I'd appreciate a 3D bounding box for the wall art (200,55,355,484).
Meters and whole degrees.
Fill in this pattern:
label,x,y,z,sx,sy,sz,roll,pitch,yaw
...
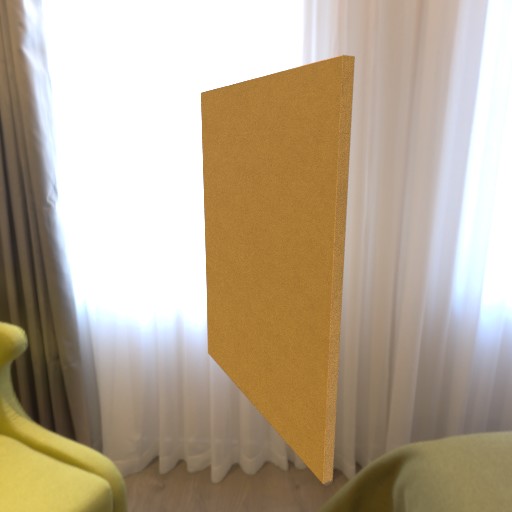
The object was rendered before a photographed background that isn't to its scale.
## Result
label,x,y,z,sx,sy,sz,roll,pitch,yaw
wall art,0.000,0.000,1.342,0.030,1.002,0.798,-7,17,-26
